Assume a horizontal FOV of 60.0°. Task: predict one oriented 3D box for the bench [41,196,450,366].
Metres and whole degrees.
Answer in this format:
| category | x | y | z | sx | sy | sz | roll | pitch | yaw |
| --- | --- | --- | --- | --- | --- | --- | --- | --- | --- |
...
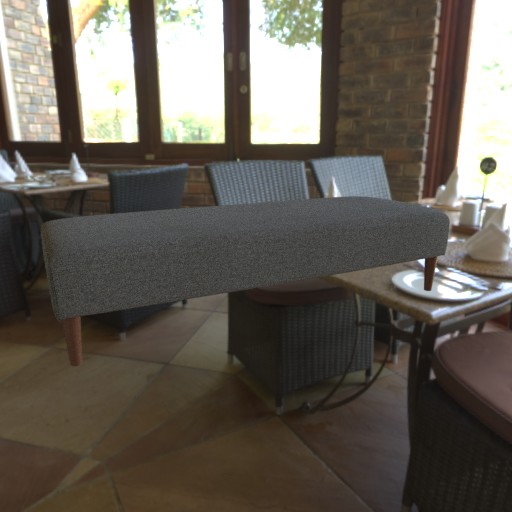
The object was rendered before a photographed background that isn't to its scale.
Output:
| category | x | y | z | sx | sy | sz | roll | pitch | yaw |
| --- | --- | --- | --- | --- | --- | --- | --- | --- | --- |
| bench | 0.000 | 0.000 | 1.866 | 1.598 | 0.384 | 0.631 | -8 | 17 | -26 |
